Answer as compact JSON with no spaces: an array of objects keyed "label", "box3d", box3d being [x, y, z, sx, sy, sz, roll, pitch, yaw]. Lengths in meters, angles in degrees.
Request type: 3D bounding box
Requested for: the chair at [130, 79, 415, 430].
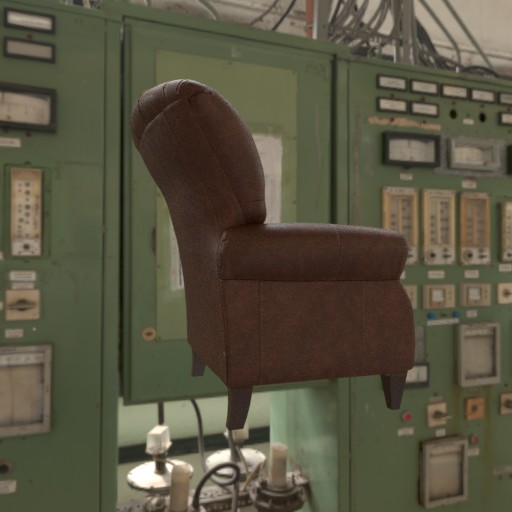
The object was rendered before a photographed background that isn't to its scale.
[{"label":"chair","box3d":[0.000,0.000,1.887,1.031,1.162,0.979,0,0,-18]}]
